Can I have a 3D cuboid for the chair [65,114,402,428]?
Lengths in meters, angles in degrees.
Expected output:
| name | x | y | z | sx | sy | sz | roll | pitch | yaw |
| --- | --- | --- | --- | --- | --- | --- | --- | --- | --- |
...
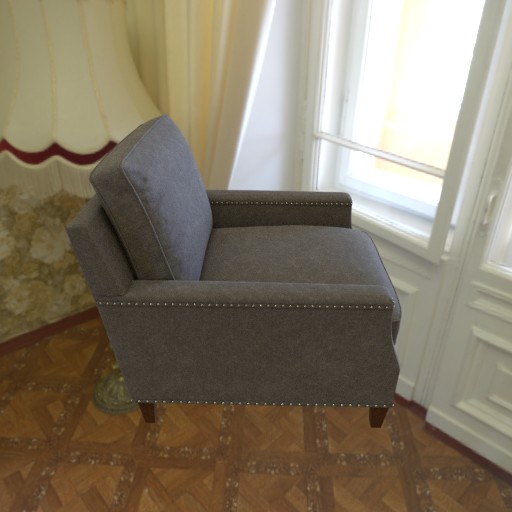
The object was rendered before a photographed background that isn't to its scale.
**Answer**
| name | x | y | z | sx | sy | sz | roll | pitch | yaw |
| --- | --- | --- | --- | --- | --- | --- | --- | --- | --- |
| chair | 0.000 | 0.000 | 1.707 | 1.014 | 0.948 | 0.853 | 1 | 30 | 1 |
